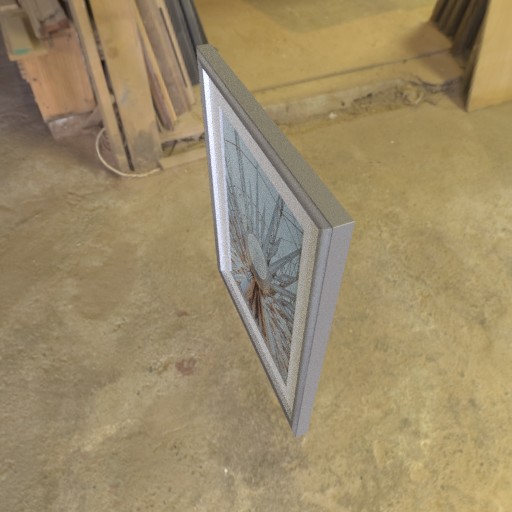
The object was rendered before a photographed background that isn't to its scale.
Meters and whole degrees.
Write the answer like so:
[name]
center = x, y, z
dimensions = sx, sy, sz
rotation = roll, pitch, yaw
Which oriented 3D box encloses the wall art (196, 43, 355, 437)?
[wall art]
center = 0.000, 0.000, 0.787
dimensions = 0.029, 0.558, 0.458
rotation = -17, 50, -15
